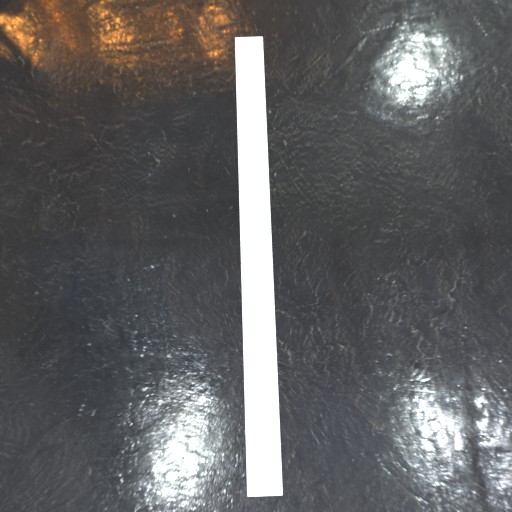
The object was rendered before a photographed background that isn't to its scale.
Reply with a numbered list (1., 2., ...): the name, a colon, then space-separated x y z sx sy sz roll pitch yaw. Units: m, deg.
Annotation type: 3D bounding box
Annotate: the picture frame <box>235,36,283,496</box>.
1. picture frame: 0.000 0.000 0.837 0.050 0.250 0.759 -2 76 0
